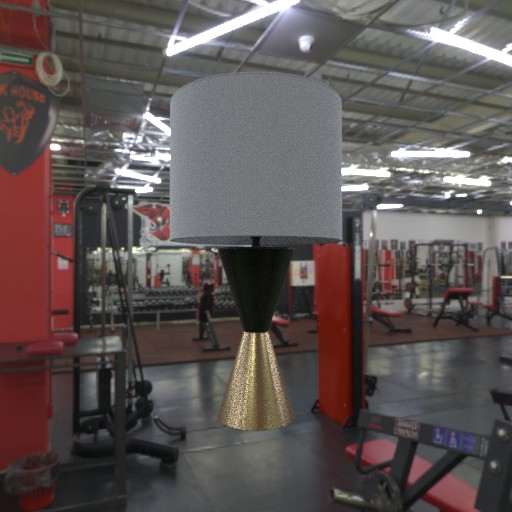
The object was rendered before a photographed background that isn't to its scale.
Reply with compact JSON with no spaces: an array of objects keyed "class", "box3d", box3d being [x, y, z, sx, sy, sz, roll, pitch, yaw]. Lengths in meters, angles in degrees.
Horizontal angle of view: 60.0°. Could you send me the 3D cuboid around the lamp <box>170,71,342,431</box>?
[{"class":"lamp","box3d":[0.000,0.000,0.796,0.304,0.573,0.304,0,-1,-19]}]
